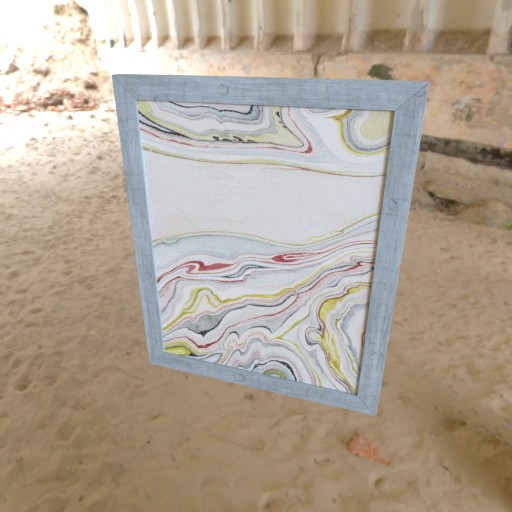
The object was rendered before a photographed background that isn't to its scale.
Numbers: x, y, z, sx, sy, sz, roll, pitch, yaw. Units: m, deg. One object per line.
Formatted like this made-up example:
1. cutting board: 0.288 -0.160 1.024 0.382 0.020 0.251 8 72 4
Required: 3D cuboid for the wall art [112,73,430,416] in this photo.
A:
1. wall art: 0.000 0.000 0.777 0.479 0.582 0.022 8 27 16
